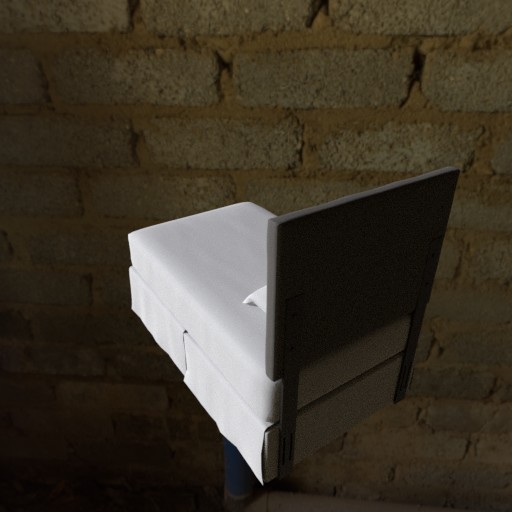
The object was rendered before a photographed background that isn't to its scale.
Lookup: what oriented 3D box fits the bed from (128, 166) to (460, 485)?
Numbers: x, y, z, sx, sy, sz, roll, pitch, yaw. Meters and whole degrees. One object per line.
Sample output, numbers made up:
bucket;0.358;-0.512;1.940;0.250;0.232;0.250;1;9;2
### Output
bed;0.000;0.000;3.007;1.261;1.571;1.997;-19;35;-29
